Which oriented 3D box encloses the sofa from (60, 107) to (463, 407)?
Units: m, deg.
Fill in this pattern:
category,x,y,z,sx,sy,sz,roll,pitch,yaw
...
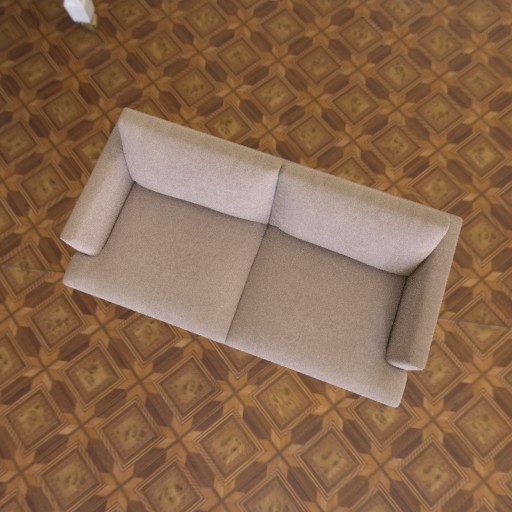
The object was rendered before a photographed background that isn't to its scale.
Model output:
category,x,y,z,sx,sy,sz,roll,pitch,yaw
sofa,0.000,0.000,2.474,1.948,0.868,1.020,19,76,5
